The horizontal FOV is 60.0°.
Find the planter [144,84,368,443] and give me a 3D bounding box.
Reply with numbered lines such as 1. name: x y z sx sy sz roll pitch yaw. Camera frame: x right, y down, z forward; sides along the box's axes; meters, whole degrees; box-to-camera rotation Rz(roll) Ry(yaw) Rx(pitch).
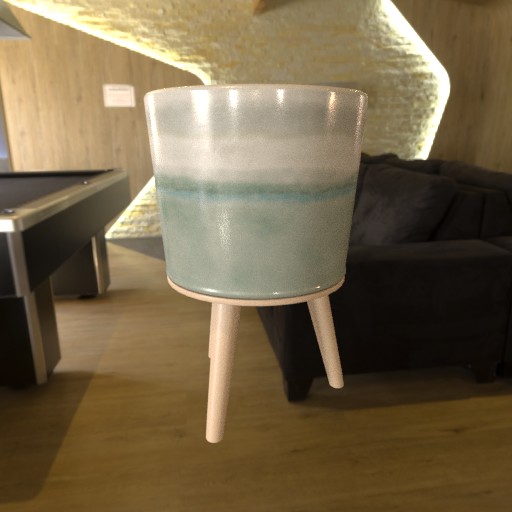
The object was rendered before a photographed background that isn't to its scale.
1. planter: 0.000 0.000 0.591 0.265 0.404 0.265 2 15 8
